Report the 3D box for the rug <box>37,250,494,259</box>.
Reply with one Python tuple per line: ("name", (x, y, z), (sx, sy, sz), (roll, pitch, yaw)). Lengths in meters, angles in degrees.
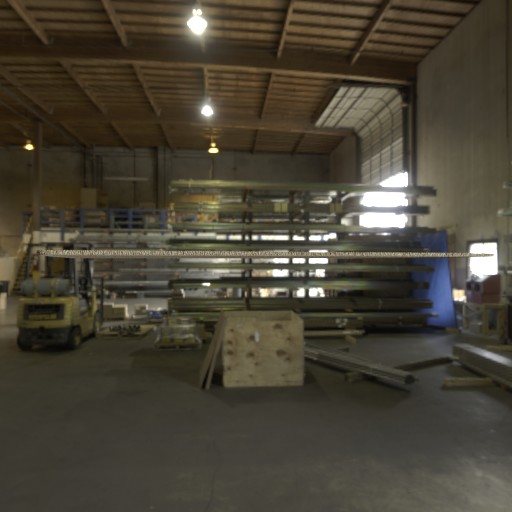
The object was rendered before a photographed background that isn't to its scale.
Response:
("rug", (0.000, 0.000, 3.298), (2.700, 0.024, 1.801), (0, -1, -17))
